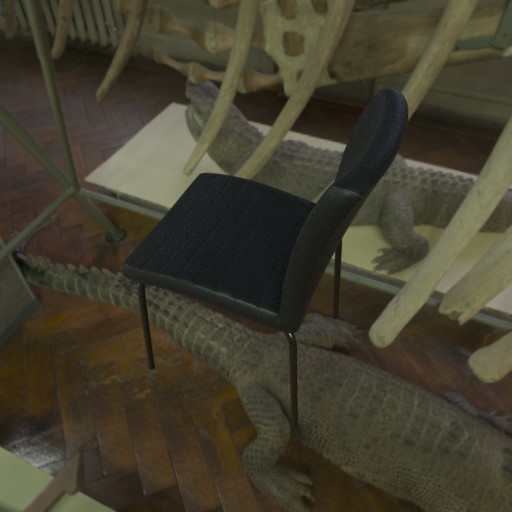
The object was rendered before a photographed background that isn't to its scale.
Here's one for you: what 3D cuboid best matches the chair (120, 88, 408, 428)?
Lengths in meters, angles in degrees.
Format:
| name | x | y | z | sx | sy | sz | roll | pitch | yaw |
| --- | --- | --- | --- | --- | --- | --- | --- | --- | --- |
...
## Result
| name | x | y | z | sx | sy | sz | roll | pitch | yaw |
| --- | --- | --- | --- | --- | --- | --- | --- | --- | --- |
| chair | 0.000 | 0.000 | 1.178 | 0.572 | 0.872 | 0.450 | 18 | 49 | 16 |
